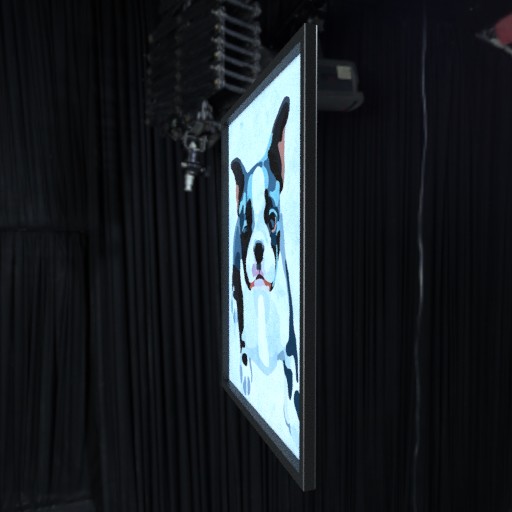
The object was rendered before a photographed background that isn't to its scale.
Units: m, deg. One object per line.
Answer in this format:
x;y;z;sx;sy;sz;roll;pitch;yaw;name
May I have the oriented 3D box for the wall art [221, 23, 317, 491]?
0.000;0.000;1.344;0.030;1.027;0.774;0;2;-18;wall art
